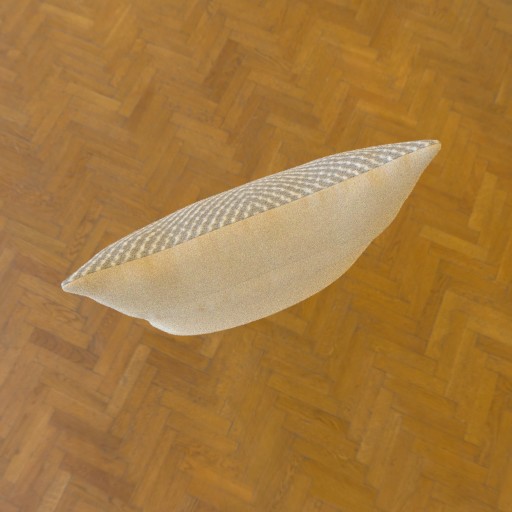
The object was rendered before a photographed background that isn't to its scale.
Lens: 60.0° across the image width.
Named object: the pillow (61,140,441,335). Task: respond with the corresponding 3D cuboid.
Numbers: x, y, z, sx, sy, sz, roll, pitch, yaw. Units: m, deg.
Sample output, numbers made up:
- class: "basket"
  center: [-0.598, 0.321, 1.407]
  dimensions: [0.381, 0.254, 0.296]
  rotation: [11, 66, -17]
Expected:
- class: "pillow"
  center: [0.000, 0.000, 0.712]
  dimensions: [0.459, 0.458, 0.181]
  rotation: [-21, 76, -6]
